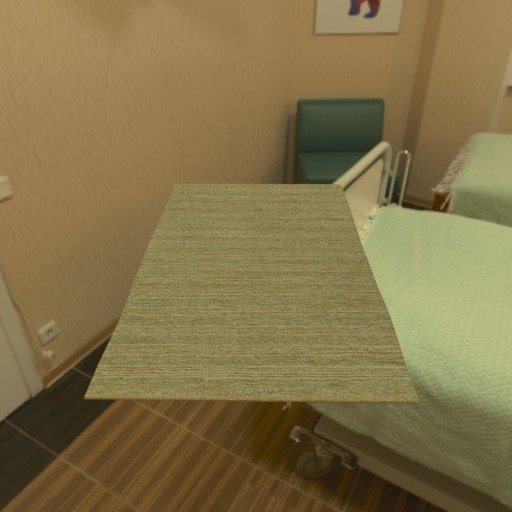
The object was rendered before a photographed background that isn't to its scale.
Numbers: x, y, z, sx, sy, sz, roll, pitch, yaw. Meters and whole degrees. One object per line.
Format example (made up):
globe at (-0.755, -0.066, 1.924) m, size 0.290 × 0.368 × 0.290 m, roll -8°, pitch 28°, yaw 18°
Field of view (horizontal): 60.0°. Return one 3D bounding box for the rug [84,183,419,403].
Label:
rug at (0.000, 0.000, 3.043) m, size 1.540 × 0.012 × 2.448 m, roll 0°, pitch 33°, yaw 1°
